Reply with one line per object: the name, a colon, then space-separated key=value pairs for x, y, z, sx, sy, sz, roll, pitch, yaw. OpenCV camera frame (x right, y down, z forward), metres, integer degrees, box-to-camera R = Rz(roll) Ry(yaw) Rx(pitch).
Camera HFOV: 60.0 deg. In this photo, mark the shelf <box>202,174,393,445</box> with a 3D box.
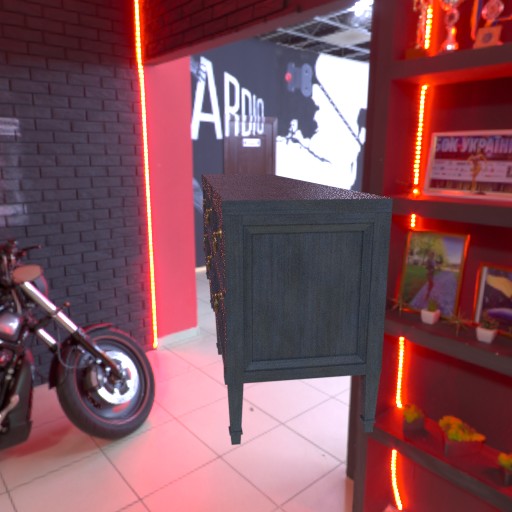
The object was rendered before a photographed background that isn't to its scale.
shelf: x=0.000 y=0.000 z=2.149 sx=0.471 sy=0.715 sz=1.878 roll=-2 pitch=13 yaw=-8
